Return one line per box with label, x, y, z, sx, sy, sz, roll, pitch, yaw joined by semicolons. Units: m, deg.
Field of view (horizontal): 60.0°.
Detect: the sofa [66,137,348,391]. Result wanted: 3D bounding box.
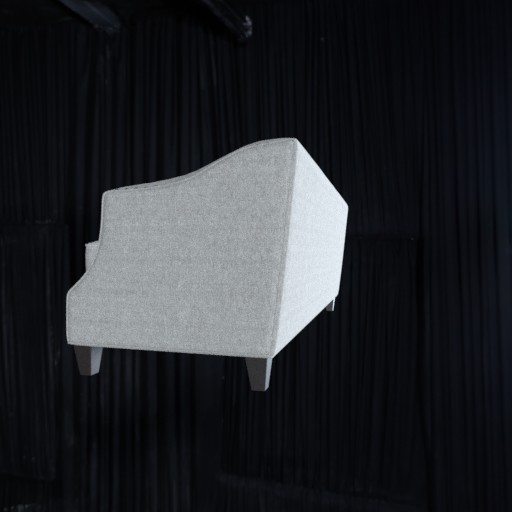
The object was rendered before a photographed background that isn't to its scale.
sofa;0.000;0.000;2.643;0.914;0.901;2.235;0;1;16
